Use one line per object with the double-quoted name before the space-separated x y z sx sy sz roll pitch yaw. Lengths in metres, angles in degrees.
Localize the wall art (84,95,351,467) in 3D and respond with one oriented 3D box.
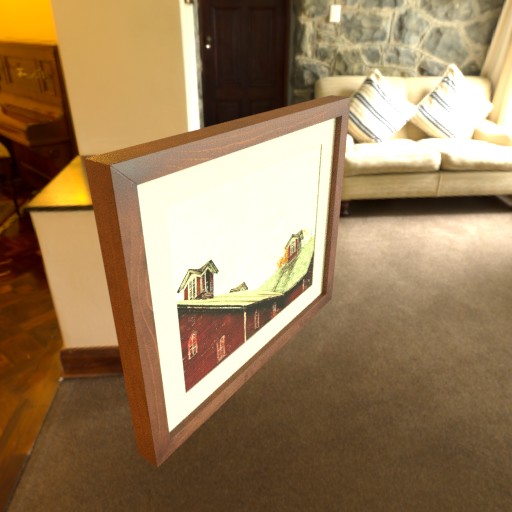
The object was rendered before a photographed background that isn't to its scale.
"wall art" 0.000 0.000 0.546 0.030 0.328 0.401 19 33 31
